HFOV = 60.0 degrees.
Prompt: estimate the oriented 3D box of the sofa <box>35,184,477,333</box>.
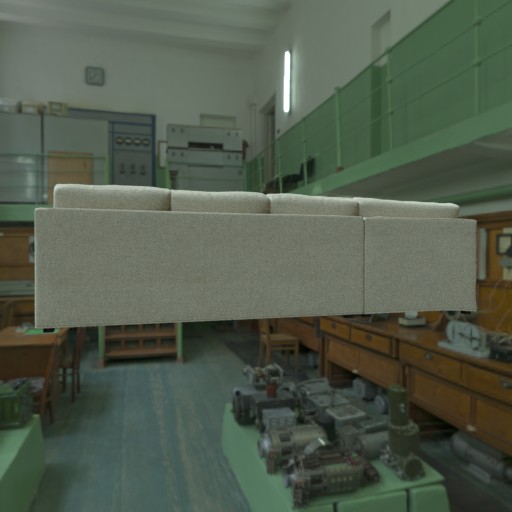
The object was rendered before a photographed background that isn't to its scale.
[{"bbox_3d":[0.000,0.000,3.798,3.205,0.922,1.650,0,0,-17],"label":"sofa"}]
